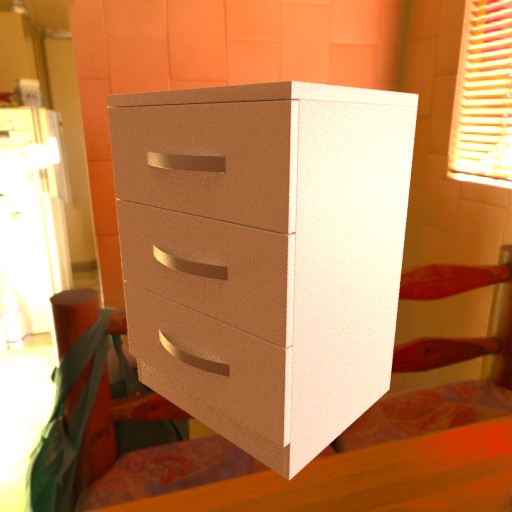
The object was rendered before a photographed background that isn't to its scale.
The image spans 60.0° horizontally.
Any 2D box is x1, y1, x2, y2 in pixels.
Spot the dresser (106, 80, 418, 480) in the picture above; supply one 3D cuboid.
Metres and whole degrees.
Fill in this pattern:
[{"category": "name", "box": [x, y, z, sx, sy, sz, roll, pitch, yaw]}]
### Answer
[{"category": "dresser", "box": [0.000, 0.000, 0.816, 0.400, 0.560, 0.360, 15, 22, 40]}]
